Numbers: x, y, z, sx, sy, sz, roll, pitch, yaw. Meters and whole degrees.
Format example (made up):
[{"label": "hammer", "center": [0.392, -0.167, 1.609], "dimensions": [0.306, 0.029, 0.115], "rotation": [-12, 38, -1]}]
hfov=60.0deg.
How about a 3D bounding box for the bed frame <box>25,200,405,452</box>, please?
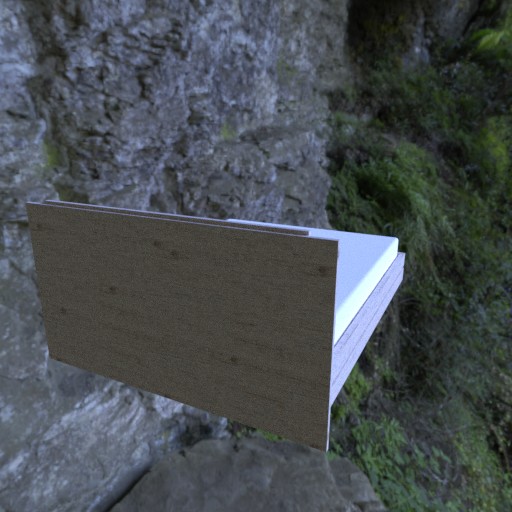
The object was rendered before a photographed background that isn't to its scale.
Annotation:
[{"label": "bed frame", "center": [0.000, 0.000, 3.050], "dimensions": [1.750, 0.970, 2.080], "rotation": [9, 19, 26]}]
